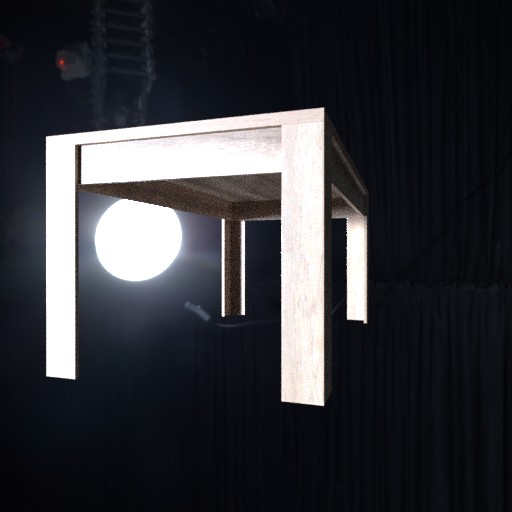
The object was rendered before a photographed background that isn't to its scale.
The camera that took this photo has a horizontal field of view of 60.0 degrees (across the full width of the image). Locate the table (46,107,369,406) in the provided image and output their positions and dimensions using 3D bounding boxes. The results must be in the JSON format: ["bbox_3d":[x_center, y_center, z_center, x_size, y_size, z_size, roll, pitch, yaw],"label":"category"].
[{"bbox_3d":[0.000,0.000,2.052,0.900,0.775,1.600,0,0,18],"label":"table"}]
